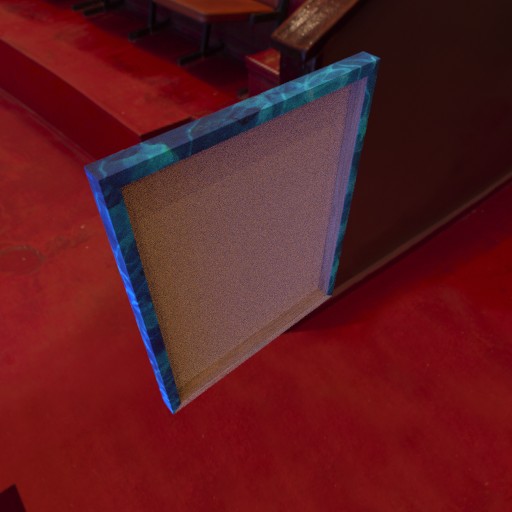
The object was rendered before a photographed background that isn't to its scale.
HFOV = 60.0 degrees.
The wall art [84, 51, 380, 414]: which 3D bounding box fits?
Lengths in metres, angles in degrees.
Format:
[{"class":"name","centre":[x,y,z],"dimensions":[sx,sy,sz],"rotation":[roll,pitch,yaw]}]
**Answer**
[{"class":"wall art","centre":[0.000,0.000,0.862],"dimensions":[0.508,0.635,0.038],"rotation":[-32,55,-26]}]
